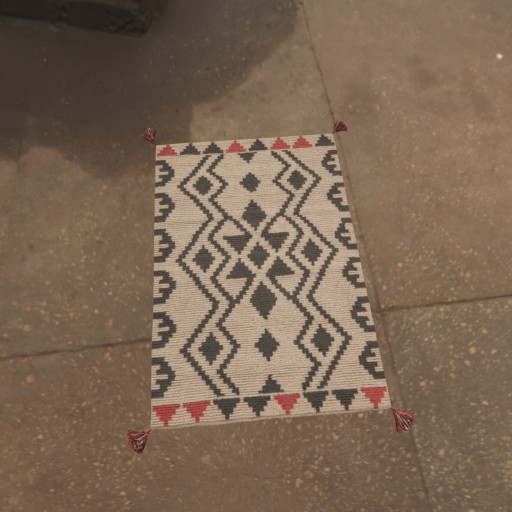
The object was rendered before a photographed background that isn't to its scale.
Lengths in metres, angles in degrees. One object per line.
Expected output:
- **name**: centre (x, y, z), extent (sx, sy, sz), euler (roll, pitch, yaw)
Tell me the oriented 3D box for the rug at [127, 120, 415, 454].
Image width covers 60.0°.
- **rug**: centre (0.000, 0.000, 2.624), extent (1.444, 0.067, 2.069), euler (-4, 63, -2)
